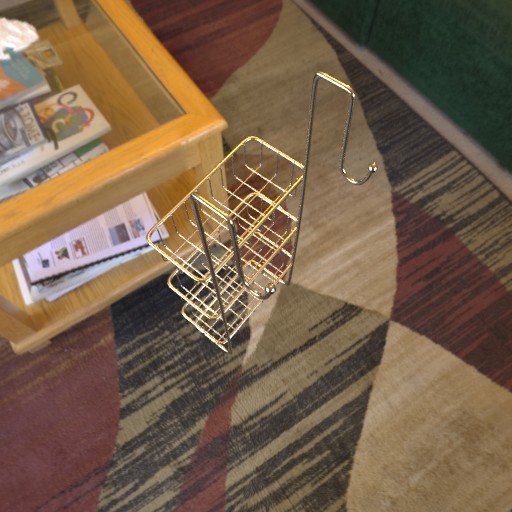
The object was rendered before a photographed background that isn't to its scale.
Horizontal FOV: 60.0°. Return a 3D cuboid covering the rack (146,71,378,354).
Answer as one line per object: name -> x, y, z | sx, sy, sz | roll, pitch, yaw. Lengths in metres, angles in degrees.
rack -> 0.000, 0.000, 0.683 | 0.202, 0.574, 0.228 | 36, 69, 16
